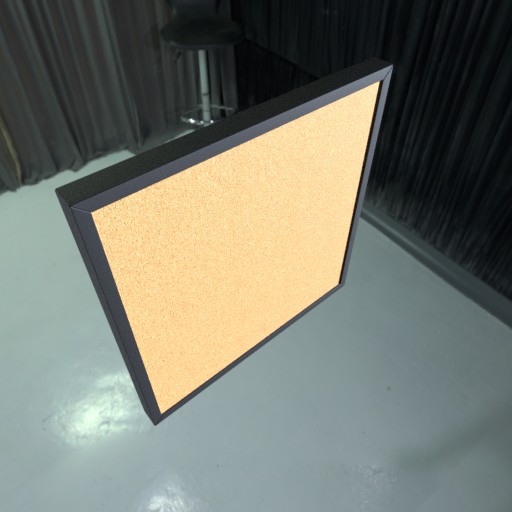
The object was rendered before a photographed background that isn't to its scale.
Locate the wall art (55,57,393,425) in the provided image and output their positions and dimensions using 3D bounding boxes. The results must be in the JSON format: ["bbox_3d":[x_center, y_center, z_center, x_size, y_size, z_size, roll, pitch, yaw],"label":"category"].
[{"bbox_3d":[0.000,0.000,0.736,0.508,0.508,0.037,-32,54,-27],"label":"wall art"}]
